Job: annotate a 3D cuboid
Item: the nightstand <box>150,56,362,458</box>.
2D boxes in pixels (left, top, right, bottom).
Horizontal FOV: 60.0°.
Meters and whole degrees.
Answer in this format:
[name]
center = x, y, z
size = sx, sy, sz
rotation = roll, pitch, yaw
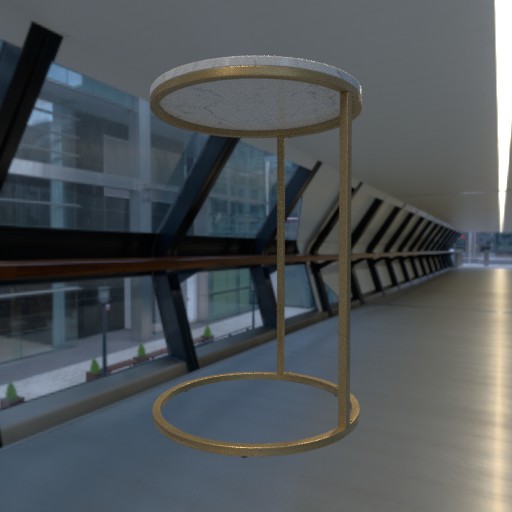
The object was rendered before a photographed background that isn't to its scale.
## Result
[nightstand]
center = 0.000, 0.000, 0.870
size = 0.400, 0.610, 0.400
rotation = -1, 2, -17
